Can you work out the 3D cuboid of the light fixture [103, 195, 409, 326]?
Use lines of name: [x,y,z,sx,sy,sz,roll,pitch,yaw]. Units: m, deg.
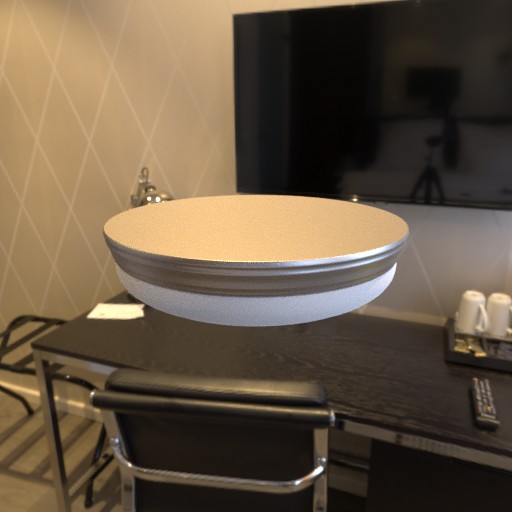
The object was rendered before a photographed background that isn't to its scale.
light fixture: [0.000,0.000,0.573,0.368,0.100,0.368,0,17,0]
